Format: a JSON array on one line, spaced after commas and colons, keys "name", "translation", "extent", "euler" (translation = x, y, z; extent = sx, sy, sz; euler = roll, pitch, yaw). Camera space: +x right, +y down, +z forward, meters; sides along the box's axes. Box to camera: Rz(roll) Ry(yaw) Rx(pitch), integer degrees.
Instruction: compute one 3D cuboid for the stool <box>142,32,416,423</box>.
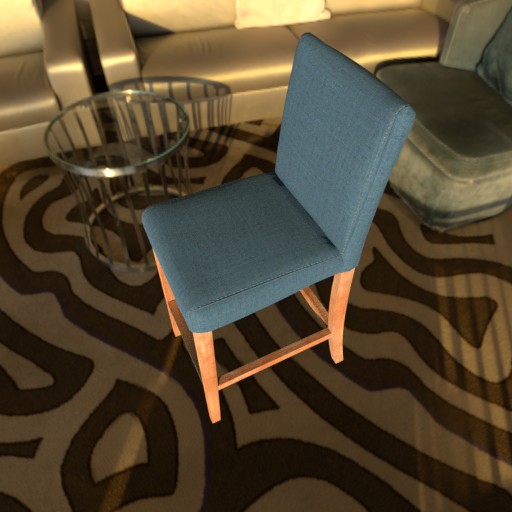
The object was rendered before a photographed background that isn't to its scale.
[{"name": "stool", "translation": [0.000, 0.000, 1.361], "extent": [0.574, 1.088, 0.454], "euler": [-20, 51, -17]}]
